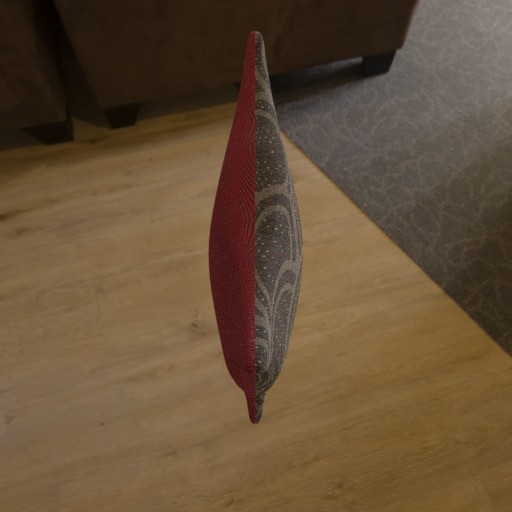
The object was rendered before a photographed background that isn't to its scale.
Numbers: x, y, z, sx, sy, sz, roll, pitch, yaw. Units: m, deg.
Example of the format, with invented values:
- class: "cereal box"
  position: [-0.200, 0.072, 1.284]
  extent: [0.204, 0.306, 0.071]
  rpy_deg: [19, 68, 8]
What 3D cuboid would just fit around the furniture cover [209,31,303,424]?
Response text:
- class: "furniture cover"
  position: [0.000, 0.000, 0.790]
  extent: [0.163, 0.513, 0.514]
  rpy_deg: [0, 64, 0]
